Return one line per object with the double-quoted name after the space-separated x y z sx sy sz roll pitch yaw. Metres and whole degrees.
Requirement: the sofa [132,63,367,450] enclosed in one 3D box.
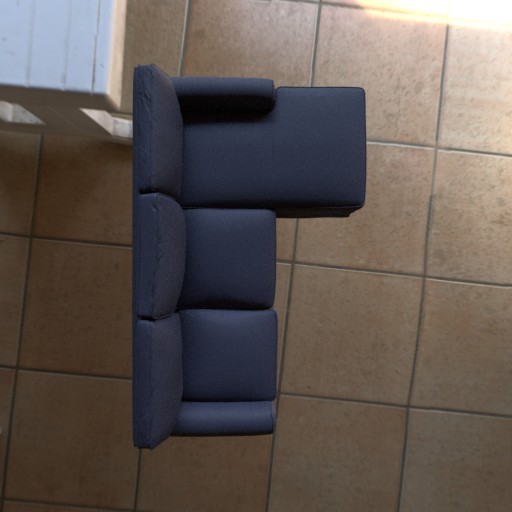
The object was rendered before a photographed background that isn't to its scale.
0.000 0.000 3.211 1.637 1.039 2.518 0 90 -1 "sofa"
